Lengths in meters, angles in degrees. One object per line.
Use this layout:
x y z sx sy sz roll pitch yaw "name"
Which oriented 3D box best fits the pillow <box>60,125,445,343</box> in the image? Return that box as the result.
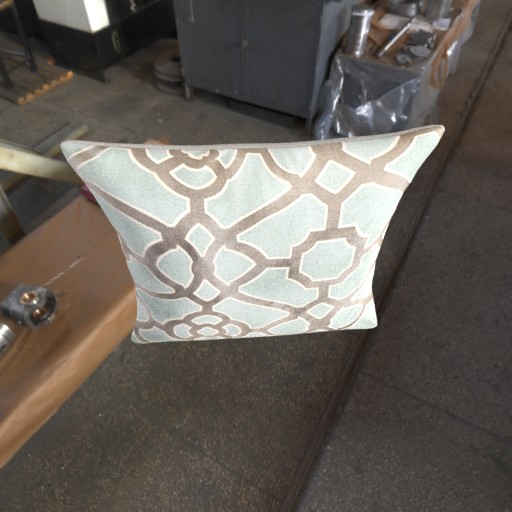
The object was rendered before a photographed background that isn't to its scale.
0.000 0.000 0.815 0.552 0.508 0.166 -3 48 -3 "pillow"
